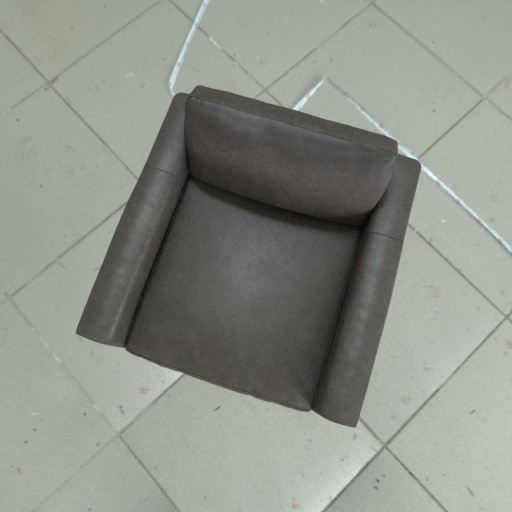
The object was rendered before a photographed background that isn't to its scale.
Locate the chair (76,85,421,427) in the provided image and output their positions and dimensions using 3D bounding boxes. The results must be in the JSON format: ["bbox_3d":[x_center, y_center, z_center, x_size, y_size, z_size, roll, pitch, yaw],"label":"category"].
[{"bbox_3d":[0.000,0.000,1.839,1.106,0.807,1.080,17,76,4],"label":"chair"}]
